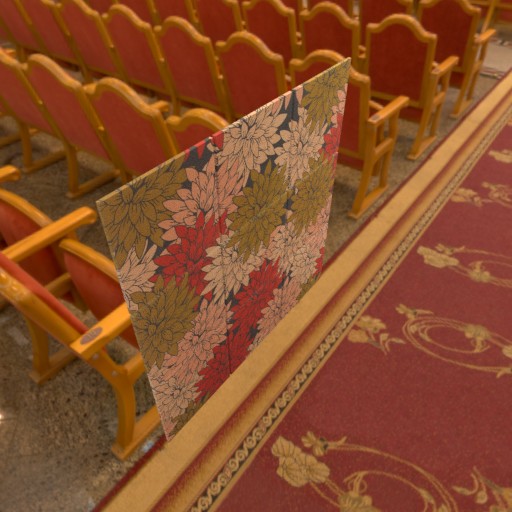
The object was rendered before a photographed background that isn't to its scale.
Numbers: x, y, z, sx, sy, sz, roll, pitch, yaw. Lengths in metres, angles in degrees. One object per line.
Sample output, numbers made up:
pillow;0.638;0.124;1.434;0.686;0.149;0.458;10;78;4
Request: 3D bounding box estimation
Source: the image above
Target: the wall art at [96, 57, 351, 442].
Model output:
wall art;0.000;0.000;1.786;0.013;1.218;1.206;27;49;26
